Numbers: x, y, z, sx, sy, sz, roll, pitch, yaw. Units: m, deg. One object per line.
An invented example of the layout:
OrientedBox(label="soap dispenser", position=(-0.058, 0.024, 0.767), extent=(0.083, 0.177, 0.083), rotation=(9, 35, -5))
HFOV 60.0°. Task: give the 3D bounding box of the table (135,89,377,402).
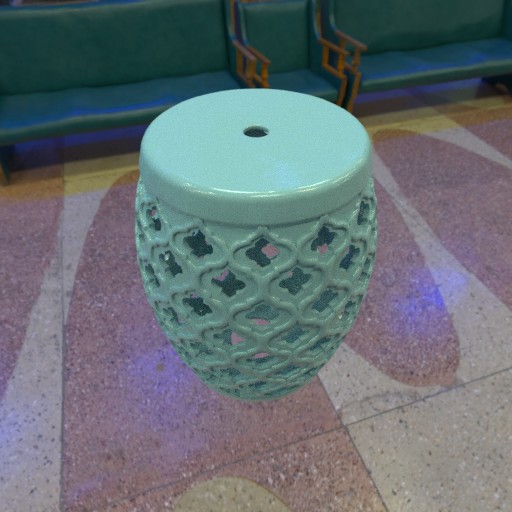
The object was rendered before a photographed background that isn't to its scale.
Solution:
OrientedBox(label="table", position=(0.000, 0.000, 0.638), extent=(0.325, 0.388, 0.325), rotation=(0, 42, 0))
